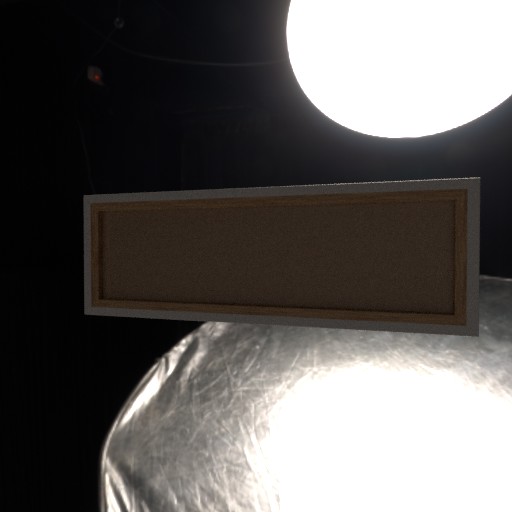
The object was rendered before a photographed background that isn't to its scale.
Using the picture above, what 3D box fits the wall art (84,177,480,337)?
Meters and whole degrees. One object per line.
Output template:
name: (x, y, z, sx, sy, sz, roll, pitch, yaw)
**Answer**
wall art: (0.000, 0.000, 0.844, 0.763, 0.255, 0.038, 0, 1, 18)
